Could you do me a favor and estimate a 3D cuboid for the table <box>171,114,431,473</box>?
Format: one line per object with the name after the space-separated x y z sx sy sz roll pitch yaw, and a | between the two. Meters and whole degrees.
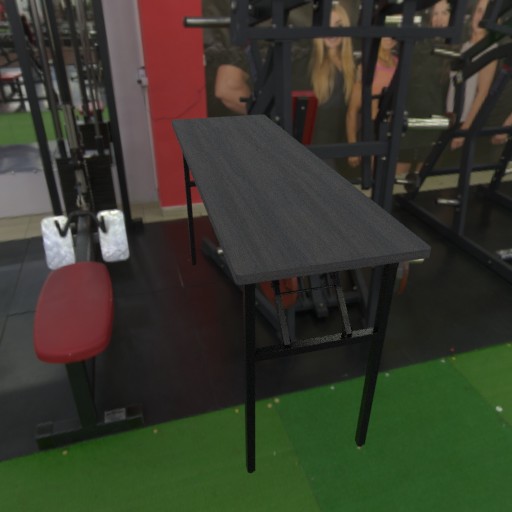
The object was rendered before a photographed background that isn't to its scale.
0.000 0.000 1.711 0.449 0.750 1.399 -7 31 -13 | table
